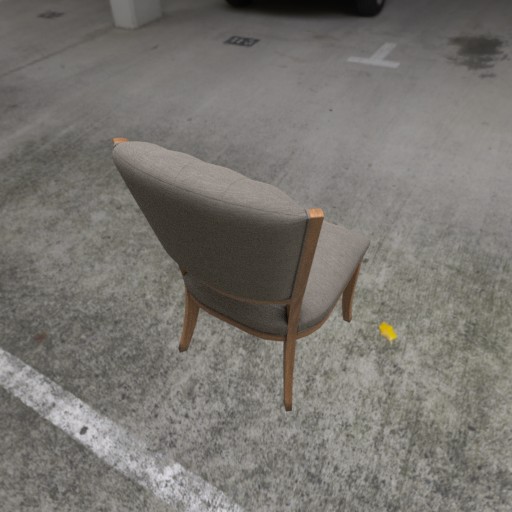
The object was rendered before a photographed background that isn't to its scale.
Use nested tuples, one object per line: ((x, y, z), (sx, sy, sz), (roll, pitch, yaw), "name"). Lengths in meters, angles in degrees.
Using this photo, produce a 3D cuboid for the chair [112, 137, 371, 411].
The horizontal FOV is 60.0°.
((0.000, 0.000, 1.276), (0.513, 0.905, 0.584), (23, 50, 21), "chair")
